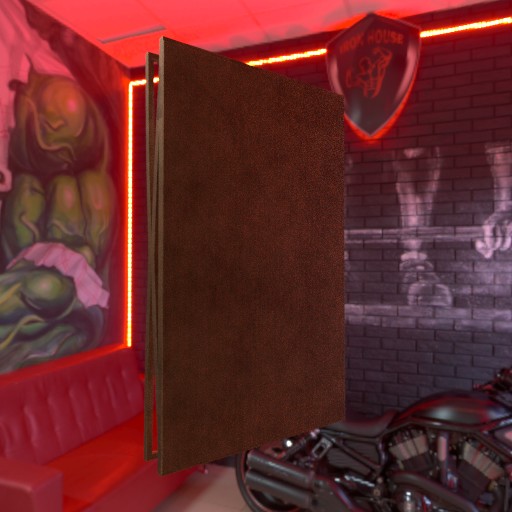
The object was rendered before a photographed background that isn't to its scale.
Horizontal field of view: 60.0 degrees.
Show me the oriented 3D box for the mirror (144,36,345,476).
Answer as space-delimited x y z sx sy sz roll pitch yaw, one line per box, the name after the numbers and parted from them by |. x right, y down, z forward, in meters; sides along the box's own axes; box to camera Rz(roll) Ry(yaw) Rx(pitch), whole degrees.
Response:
0.000 0.000 0.942 0.468 0.768 0.082 1 -1 -37 | mirror
